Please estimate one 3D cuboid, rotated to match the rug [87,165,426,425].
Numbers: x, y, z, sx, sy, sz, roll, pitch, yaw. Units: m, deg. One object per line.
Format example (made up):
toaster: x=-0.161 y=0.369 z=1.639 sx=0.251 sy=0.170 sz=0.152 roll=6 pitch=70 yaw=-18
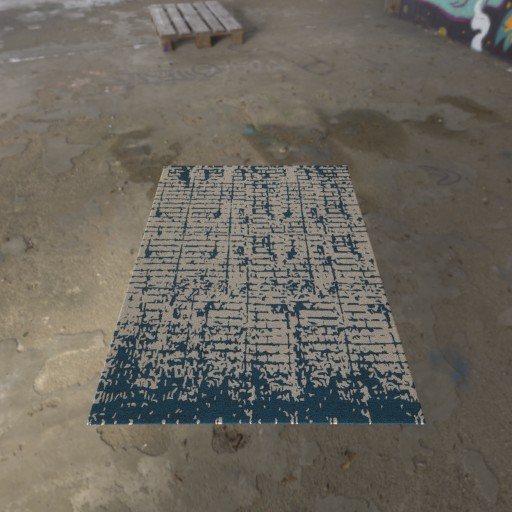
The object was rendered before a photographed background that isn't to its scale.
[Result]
rug: x=0.000 y=0.000 z=2.277 sx=1.220 sy=0.007 sz=1.828 roll=0 pitch=41 yaw=0
